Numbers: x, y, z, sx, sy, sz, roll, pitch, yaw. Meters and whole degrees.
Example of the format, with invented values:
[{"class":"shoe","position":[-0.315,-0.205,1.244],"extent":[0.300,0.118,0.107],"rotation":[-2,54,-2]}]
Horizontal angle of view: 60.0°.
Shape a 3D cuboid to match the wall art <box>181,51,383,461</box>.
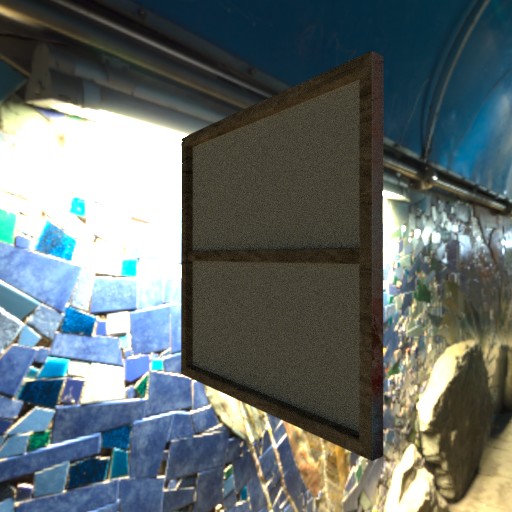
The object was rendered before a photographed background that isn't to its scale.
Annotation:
[{"class":"wall art","position":[0.000,0.000,1.111],"extent":[0.035,0.747,0.747],"rotation":[0,0,-37]}]
